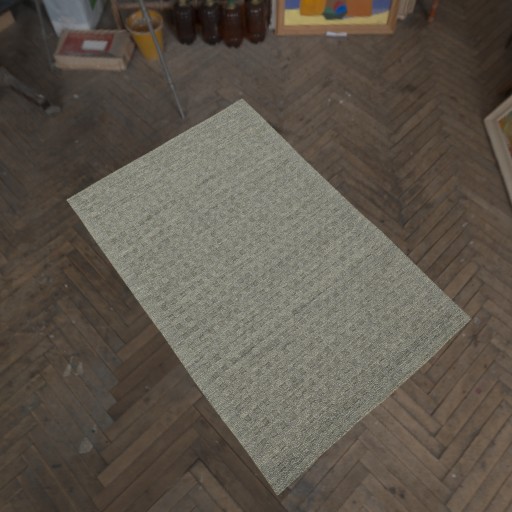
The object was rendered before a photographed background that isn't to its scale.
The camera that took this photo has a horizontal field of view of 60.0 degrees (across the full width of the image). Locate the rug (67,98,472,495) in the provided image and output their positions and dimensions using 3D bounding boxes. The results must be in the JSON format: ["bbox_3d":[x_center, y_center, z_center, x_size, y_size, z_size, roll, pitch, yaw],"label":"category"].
[{"bbox_3d":[0.000,0.000,2.872,1.532,0.018,2.297,-35,69,-16],"label":"rug"}]
